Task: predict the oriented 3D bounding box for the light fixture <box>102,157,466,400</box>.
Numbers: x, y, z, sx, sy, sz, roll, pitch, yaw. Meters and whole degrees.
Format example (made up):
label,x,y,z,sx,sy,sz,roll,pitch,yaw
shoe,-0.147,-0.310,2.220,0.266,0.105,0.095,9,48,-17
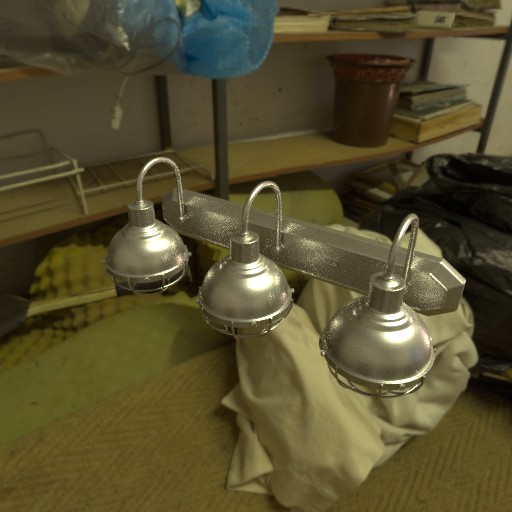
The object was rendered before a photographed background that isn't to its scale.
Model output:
label,x,y,z,sx,sy,sz,roll,pitch,yaw
light fixture,0.000,0.000,0.761,0.634,0.254,0.229,18,35,29
